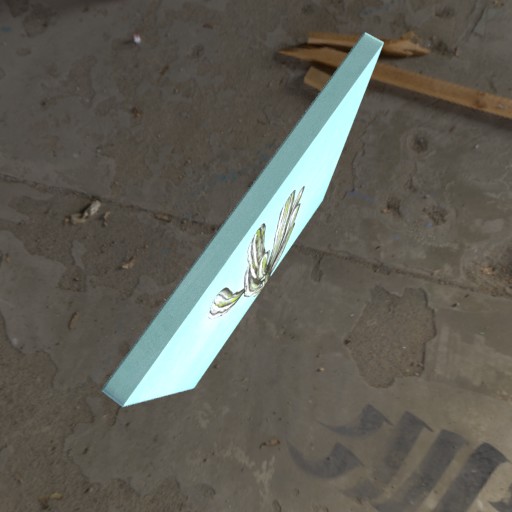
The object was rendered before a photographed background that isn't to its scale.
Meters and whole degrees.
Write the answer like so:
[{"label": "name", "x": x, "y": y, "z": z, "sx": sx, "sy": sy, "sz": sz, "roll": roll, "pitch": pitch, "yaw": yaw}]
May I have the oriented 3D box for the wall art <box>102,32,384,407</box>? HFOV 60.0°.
[{"label": "wall art", "x": 0.000, "y": 0.000, "z": 1.542, "sx": 0.070, "sy": 1.073, "sz": 1.071, "roll": 33, "pitch": 78, "yaw": 8}]
